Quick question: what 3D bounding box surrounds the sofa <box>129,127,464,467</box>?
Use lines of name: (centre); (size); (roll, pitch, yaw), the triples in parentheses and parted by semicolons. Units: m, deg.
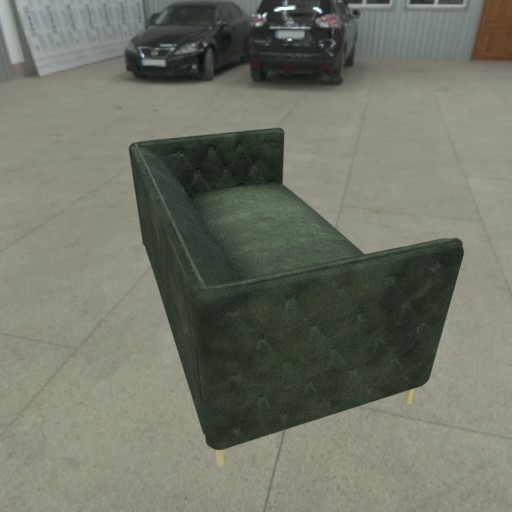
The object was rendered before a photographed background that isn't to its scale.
sofa: (0.000, 0.000, 2.058); (0.895, 0.768, 1.537); (-11, 32, -17)
